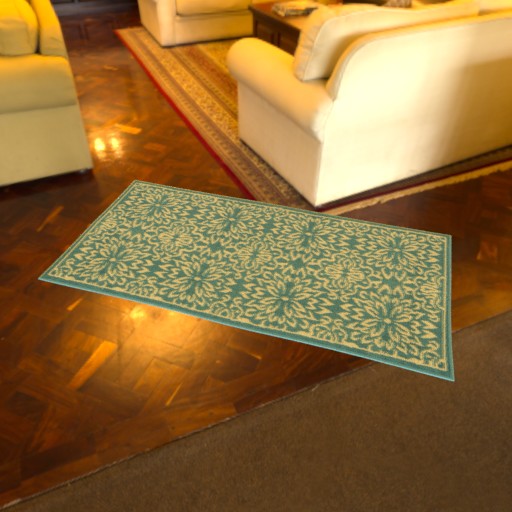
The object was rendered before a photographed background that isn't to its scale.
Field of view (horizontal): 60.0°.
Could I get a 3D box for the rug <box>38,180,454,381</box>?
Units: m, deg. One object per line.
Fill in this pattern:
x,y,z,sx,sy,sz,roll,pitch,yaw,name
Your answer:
0.000,0.000,1.445,1.219,0.007,0.604,12,42,13,rug
